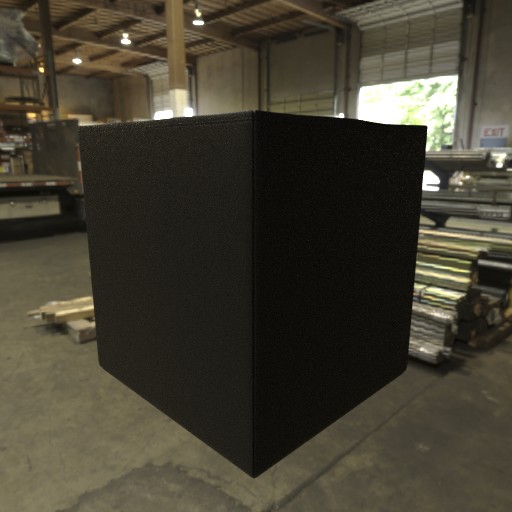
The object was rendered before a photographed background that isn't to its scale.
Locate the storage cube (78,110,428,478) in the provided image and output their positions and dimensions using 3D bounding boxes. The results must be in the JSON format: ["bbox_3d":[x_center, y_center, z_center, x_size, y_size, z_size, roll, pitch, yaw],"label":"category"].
[{"bbox_3d":[0.000,0.000,0.496,0.270,0.280,0.270,-13,18,-43],"label":"storage cube"}]
